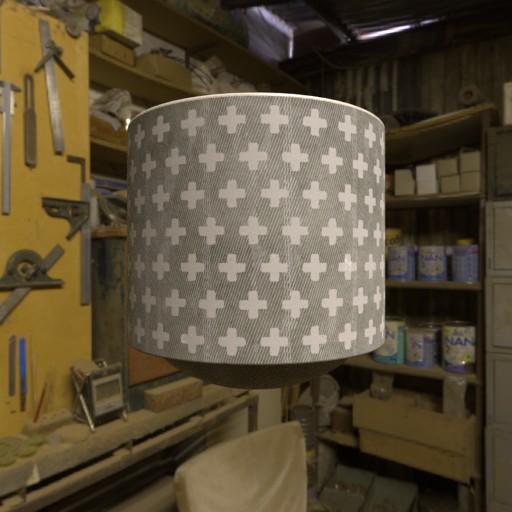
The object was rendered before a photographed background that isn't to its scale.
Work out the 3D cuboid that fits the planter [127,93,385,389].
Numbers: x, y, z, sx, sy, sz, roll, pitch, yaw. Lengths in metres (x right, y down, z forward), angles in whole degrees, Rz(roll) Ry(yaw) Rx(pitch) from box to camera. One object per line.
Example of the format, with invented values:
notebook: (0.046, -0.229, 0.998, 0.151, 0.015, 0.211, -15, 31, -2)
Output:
planter: (0.000, 0.000, 0.340, 0.190, 0.181, 0.190, 0, 0, 0)
